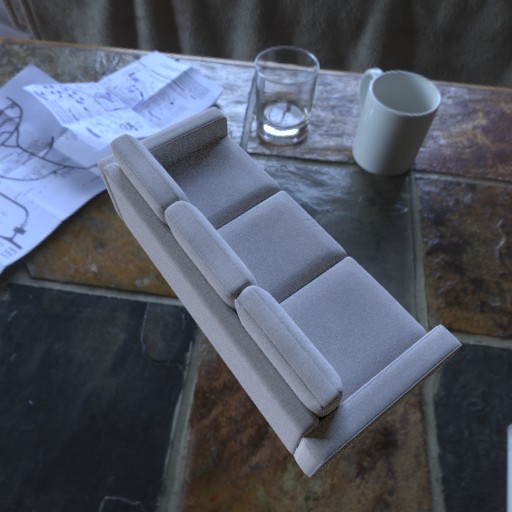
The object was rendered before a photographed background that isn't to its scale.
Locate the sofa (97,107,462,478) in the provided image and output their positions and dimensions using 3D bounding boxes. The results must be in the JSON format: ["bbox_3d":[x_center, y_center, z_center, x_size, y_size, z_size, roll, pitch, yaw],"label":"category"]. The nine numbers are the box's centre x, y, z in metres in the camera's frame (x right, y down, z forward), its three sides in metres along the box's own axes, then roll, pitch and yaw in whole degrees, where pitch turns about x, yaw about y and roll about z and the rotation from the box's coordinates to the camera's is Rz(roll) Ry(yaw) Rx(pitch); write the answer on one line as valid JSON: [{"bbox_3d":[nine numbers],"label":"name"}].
[{"bbox_3d":[0.000,0.000,2.525,0.900,0.800,2.120,-32,63,-19],"label":"sofa"}]
